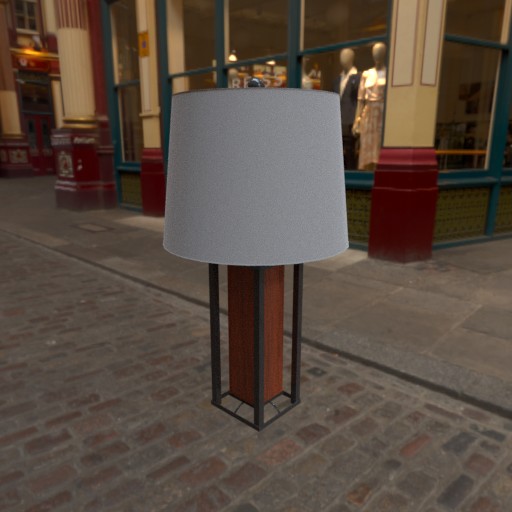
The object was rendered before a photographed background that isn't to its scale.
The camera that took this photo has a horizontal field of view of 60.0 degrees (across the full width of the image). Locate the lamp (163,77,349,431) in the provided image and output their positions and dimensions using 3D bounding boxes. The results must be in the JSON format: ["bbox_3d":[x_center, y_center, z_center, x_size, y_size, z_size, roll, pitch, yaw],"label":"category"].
[{"bbox_3d":[0.000,0.000,0.784,0.320,0.591,0.320,0,15,0],"label":"lamp"}]
